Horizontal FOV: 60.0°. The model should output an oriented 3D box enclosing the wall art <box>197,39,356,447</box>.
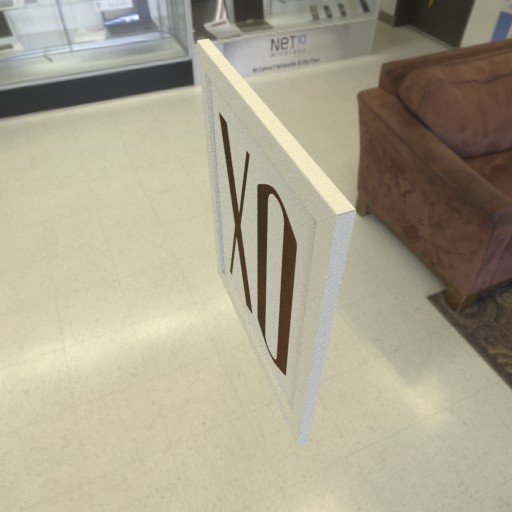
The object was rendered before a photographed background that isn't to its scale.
[{"bbox_3d":[0.000,0.000,0.734,0.020,0.536,0.444,-16,48,-15],"label":"wall art"}]
